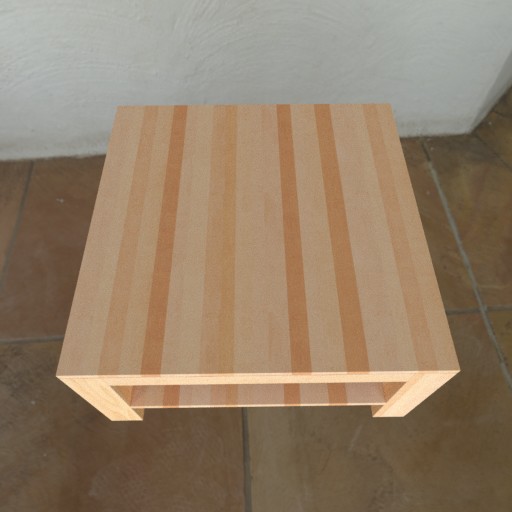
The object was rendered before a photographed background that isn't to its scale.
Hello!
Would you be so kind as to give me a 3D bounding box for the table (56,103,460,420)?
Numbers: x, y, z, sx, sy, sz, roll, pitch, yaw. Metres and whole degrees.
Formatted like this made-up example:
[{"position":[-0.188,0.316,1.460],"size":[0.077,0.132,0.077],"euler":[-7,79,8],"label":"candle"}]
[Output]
[{"position":[0.000,0.000,1.414],"size":[0.900,0.450,0.900],"euler":[-1,58,0],"label":"table"}]
